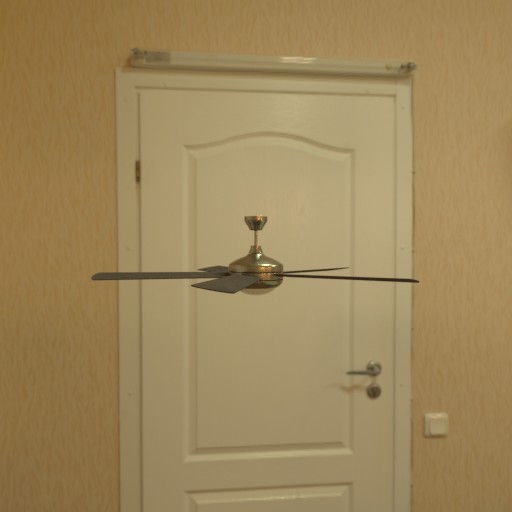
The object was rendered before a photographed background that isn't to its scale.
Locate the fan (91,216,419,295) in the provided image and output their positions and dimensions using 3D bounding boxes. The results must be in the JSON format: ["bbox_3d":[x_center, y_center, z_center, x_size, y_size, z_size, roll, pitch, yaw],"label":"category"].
[{"bbox_3d":[0.000,0.000,2.012,1.321,0.356,1.321,-1,2,-35],"label":"fan"}]
